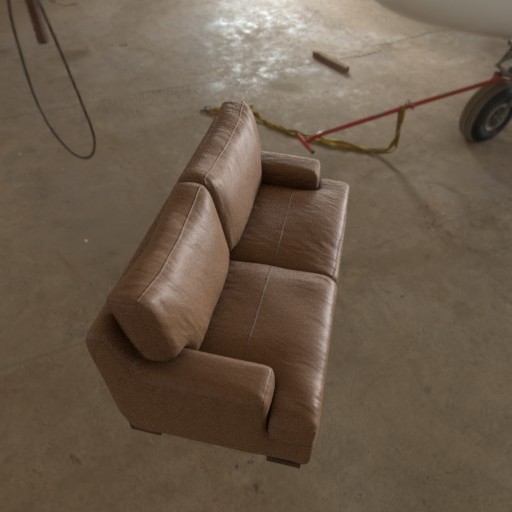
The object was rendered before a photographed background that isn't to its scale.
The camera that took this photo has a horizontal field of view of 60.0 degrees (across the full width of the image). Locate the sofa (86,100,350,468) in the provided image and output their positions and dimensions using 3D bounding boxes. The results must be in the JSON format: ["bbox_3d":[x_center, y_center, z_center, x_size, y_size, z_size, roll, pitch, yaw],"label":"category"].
[{"bbox_3d":[0.000,0.000,2.476,0.962,0.980,1.855,9,46,9],"label":"sofa"}]
